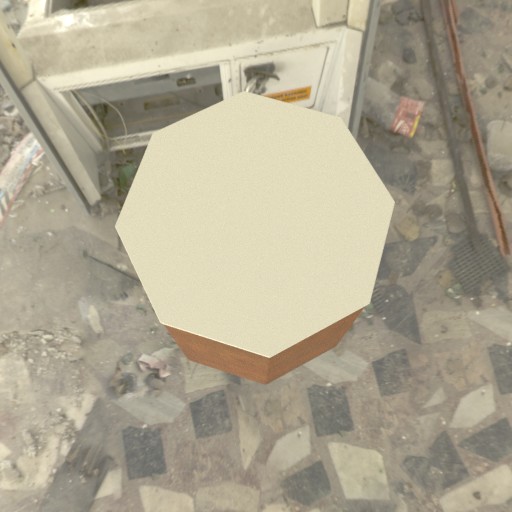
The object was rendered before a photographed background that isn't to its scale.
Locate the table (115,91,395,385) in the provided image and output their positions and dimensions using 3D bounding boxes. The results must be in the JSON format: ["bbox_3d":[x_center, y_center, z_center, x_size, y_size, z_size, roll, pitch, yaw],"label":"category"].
[{"bbox_3d":[0.000,0.000,0.807,0.439,0.457,0.439,15,76,4],"label":"table"}]
